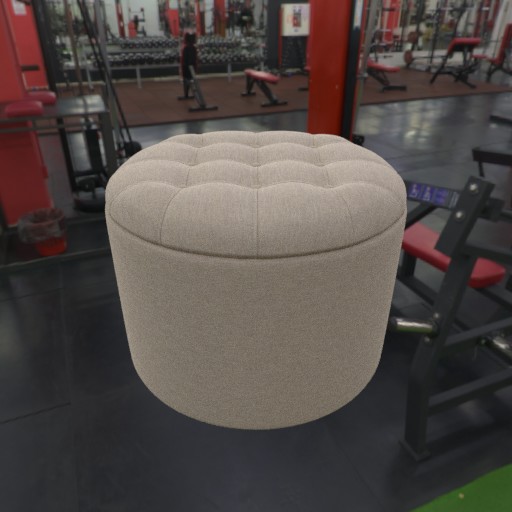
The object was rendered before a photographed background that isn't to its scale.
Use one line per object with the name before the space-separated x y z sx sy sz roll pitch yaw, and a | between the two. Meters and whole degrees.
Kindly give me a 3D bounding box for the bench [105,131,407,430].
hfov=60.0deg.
bench | 0.000 0.000 0.987 0.600 0.454 0.600 0 29 0
